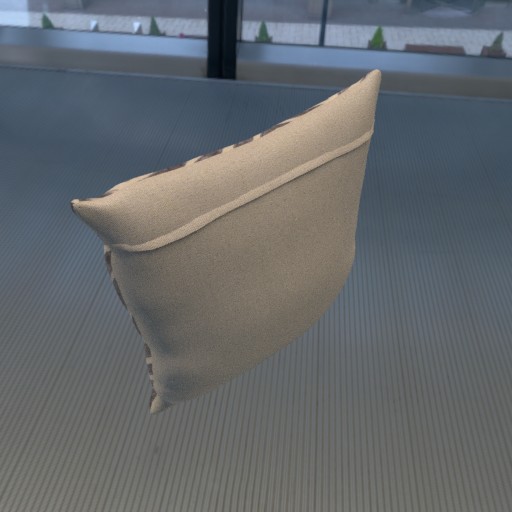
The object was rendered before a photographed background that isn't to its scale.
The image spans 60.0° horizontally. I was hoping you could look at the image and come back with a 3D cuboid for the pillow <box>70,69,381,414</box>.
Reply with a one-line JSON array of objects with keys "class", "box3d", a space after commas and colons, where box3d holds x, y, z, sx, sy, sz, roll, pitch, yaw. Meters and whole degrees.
[{"class": "pillow", "box3d": [0.000, 0.000, 0.650, 0.440, 0.441, 0.182, -30, 53, -26]}]
